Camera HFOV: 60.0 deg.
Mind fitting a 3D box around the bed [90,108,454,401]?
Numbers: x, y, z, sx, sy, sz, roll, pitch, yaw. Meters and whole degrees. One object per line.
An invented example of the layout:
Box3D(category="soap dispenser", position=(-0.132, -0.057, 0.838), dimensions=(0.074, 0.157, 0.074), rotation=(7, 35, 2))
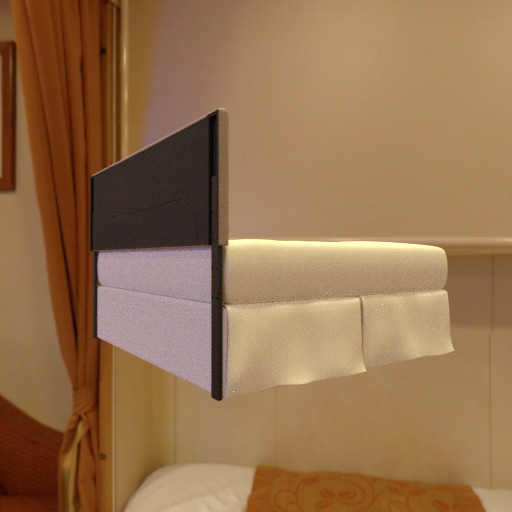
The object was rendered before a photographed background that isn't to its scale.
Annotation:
Box3D(category="bed", position=(0.000, 0.000, 3.406), dimensions=(1.914, 1.346, 2.170), rotation=(0, 0, -36))
